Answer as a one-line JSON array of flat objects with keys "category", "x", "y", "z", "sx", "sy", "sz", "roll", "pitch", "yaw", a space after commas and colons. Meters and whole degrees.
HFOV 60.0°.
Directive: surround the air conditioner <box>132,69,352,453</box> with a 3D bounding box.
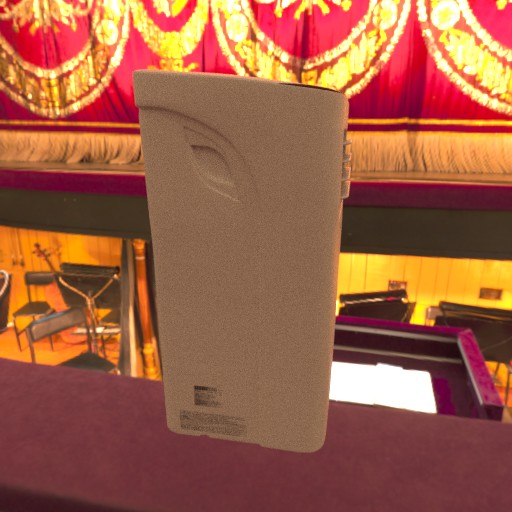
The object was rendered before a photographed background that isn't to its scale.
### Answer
[{"category": "air conditioner", "x": 0.000, "y": 0.000, "z": 0.933, "sx": 0.369, "sy": 0.716, "sz": 0.352, "roll": 3, "pitch": 16, "yaw": 12}]
